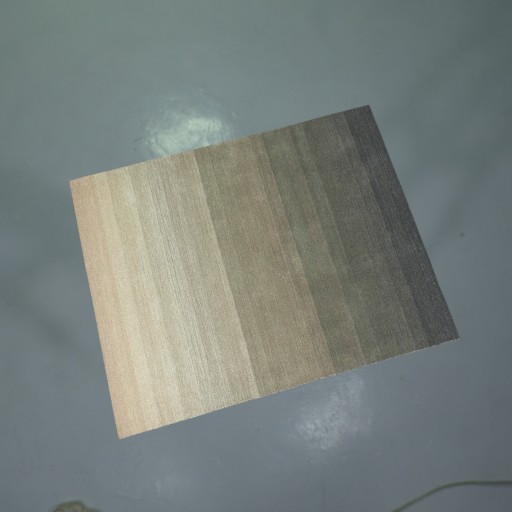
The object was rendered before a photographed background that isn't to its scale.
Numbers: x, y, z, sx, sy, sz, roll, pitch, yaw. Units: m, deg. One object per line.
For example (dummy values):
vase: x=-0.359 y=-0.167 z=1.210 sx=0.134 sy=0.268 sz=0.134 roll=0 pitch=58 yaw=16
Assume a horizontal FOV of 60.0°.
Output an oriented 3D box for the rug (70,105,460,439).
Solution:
rug: x=0.000 y=0.000 z=3.913 sx=2.932 sy=0.015 sz=2.315 roll=-15 pitch=76 yaw=-4
